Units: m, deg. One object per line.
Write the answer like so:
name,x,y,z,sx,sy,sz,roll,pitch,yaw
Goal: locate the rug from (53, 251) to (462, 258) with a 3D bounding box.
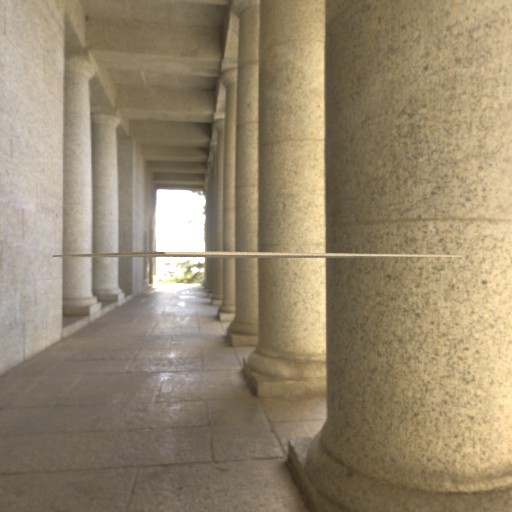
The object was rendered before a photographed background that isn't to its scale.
rug,0.000,0.000,4.180,3.051,0.020,2.407,0,-1,-37
